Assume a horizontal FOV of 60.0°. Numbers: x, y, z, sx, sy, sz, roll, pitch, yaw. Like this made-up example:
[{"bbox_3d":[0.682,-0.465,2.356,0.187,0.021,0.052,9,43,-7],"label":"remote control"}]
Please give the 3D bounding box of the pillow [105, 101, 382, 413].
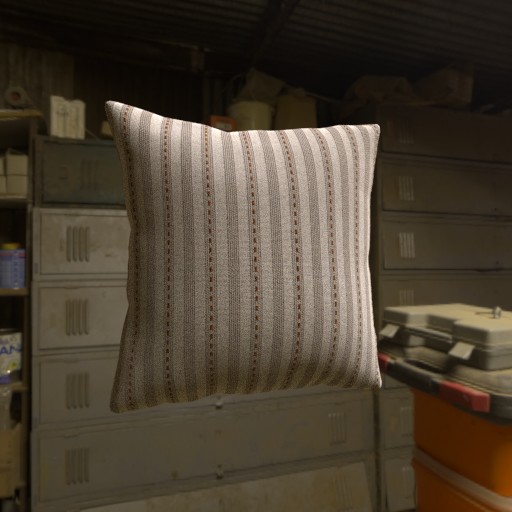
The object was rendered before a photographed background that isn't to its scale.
[{"bbox_3d":[0.000,0.000,0.666,0.432,0.437,0.147,0,-1,-17],"label":"pillow"}]
